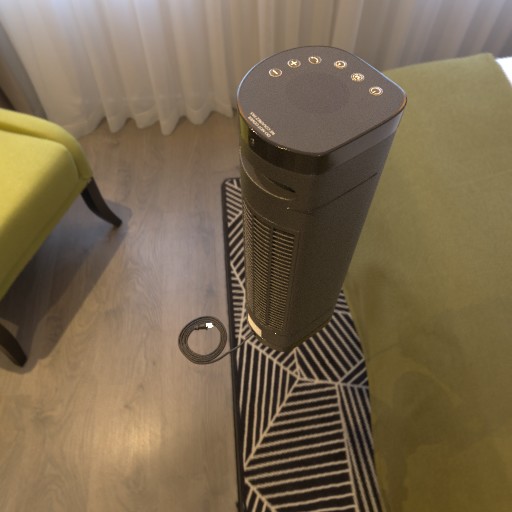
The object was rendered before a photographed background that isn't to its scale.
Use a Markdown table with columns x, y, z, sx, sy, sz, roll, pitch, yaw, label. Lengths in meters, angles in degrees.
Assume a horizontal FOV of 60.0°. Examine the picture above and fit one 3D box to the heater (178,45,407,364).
| x | y | z | sx | sy | sz | roll | pitch | yaw | label |
| --- | --- | --- | --- | --- | --- | --- | --- | --- | --- |
| 0.000 | 0.000 | 0.694 | 0.312 | 0.552 | 0.174 | -31 | 63 | -18 | heater |
